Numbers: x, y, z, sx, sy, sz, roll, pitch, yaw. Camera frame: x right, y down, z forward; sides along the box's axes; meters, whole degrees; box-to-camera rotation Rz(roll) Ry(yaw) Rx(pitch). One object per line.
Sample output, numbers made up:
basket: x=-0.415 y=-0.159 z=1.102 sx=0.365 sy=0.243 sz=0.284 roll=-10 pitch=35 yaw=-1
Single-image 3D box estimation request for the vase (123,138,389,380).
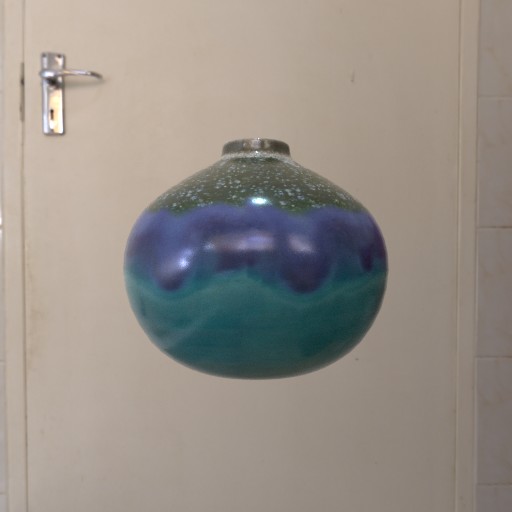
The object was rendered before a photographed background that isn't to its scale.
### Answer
vase: x=0.000 y=0.000 z=0.268 sx=0.154 sy=0.133 sz=0.154 roll=0 pitch=1 yaw=0
